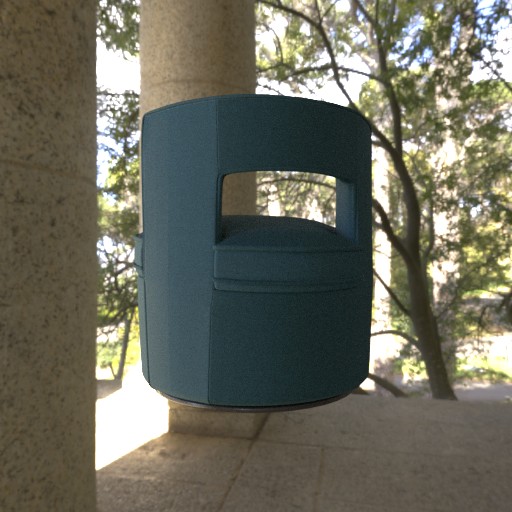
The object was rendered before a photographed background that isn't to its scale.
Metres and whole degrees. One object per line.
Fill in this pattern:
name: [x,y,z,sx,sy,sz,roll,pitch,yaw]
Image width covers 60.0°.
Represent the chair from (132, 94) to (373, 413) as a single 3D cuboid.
chair: [0.000,0.000,1.274,0.684,0.711,0.660,0,0,-18]
